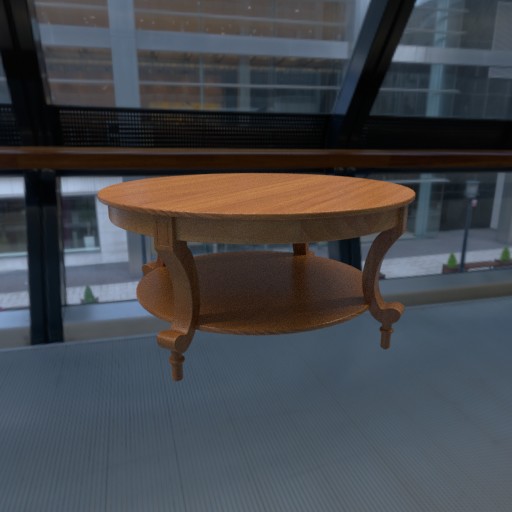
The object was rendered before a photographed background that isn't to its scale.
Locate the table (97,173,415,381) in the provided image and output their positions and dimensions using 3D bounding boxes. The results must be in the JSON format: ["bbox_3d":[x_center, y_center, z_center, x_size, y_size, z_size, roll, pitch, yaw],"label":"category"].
[{"bbox_3d":[0.000,0.000,1.575,1.029,0.490,1.029,0,16,0],"label":"table"}]
